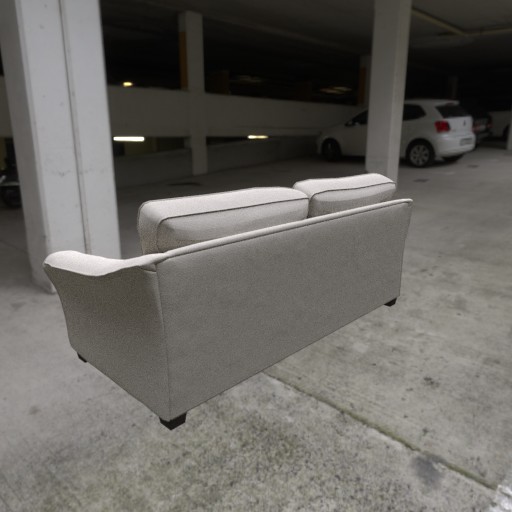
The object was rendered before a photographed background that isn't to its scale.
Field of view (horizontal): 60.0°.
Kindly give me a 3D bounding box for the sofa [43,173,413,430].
[{"bbox_3d":[0.000,0.000,2.764,0.980,0.965,2.270,14,21,42],"label":"sofa"}]
